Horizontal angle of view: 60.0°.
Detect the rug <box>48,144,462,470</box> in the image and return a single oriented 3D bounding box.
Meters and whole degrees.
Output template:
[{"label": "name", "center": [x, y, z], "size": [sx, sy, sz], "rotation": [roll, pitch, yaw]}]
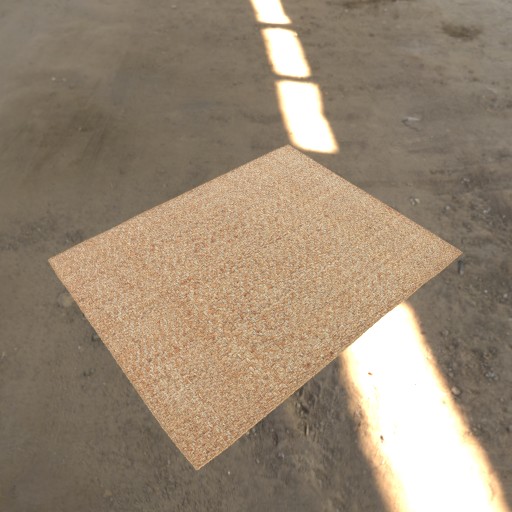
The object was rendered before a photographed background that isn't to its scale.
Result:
[{"label": "rug", "center": [0.000, 0.000, 4.120], "size": [3.048, 0.013, 2.439], "rotation": [-31, 54, -26]}]
